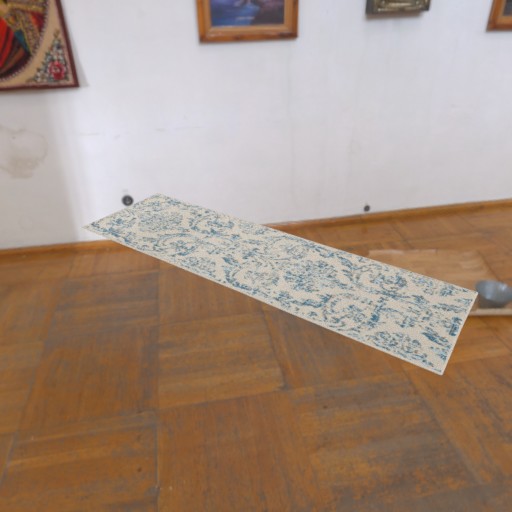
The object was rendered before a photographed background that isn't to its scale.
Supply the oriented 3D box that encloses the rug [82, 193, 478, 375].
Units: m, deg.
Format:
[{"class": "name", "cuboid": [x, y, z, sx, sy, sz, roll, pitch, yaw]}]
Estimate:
[{"class": "rug", "cuboid": [0.000, 0.000, 2.477, 2.196, 0.011, 0.662, 19, 36, 29]}]
